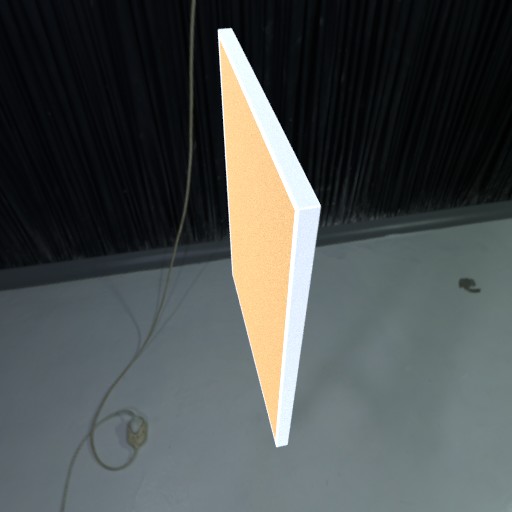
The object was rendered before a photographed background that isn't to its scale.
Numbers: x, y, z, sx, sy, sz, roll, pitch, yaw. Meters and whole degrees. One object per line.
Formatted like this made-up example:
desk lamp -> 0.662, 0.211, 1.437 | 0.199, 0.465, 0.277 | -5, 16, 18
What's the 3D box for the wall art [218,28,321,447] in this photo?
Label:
wall art -> 0.000, 0.000, 1.588 | 0.046, 1.221, 0.914 | -9, 48, -9
